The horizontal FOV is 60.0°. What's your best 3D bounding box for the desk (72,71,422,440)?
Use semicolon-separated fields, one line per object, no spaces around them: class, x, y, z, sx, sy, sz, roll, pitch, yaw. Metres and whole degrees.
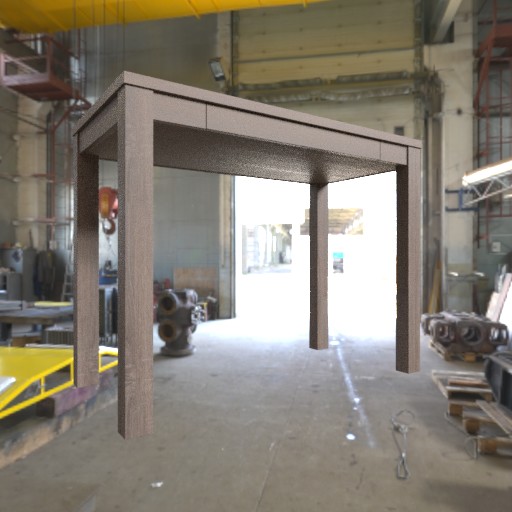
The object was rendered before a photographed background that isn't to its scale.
desk;0.000;0.000;1.393;0.991;0.762;0.495;0;0;-34
